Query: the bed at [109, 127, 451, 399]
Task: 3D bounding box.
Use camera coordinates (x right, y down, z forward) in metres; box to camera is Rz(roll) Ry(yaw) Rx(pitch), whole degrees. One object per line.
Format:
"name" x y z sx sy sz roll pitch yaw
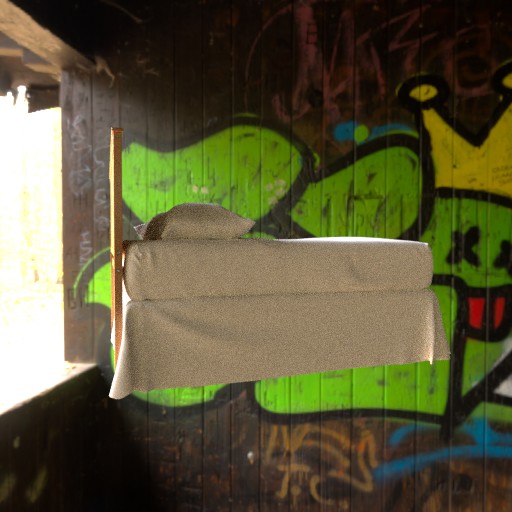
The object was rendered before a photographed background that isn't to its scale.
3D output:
"bed" 0.000 0.000 3.204 2.035 1.273 1.870 0 2 -19
